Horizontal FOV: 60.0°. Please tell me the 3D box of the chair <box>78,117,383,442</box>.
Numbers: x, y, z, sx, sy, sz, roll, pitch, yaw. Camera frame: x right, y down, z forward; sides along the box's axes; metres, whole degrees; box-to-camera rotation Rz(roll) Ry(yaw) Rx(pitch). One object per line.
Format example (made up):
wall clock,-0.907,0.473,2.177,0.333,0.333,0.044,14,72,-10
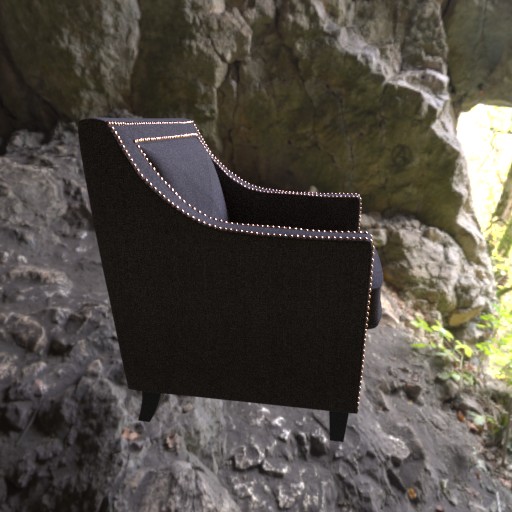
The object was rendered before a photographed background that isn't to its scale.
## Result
chair,0.000,0.000,1.622,0.884,0.967,0.776,3,17,10
